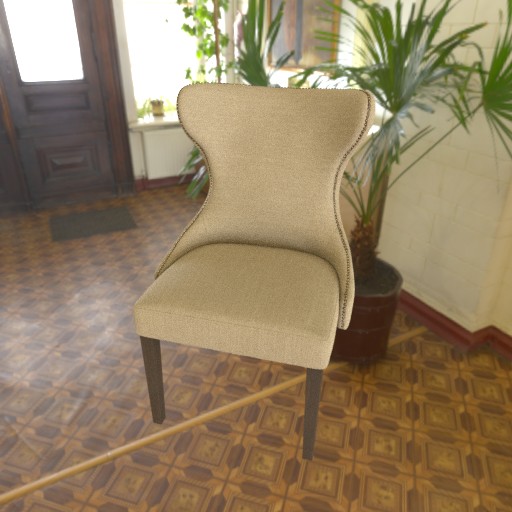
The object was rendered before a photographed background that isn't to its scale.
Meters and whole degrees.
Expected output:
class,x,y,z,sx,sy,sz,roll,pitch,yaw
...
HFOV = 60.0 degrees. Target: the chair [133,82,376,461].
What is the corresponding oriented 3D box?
class,x,y,z,sx,sy,sz,roll,pitch,yaw
chair,0.000,0.000,1.393,0.628,0.967,0.635,7,28,14
